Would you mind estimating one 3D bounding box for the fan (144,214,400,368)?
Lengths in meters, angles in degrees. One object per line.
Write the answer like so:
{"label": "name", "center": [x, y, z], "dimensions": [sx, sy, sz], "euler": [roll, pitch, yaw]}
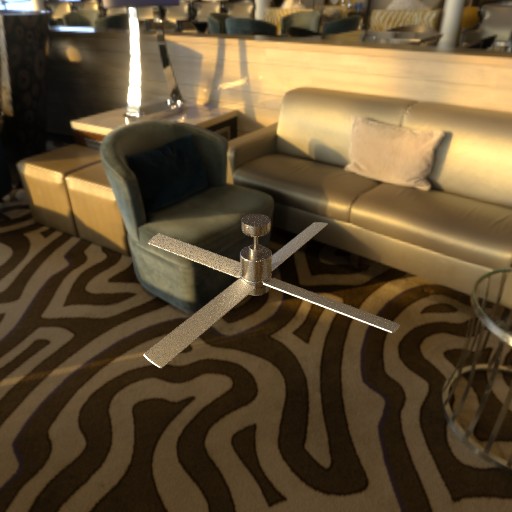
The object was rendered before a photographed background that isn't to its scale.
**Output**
{"label": "fan", "center": [0.000, 0.000, 1.978], "dimensions": [1.322, 0.355, 1.322], "euler": [19, 36, 29]}
